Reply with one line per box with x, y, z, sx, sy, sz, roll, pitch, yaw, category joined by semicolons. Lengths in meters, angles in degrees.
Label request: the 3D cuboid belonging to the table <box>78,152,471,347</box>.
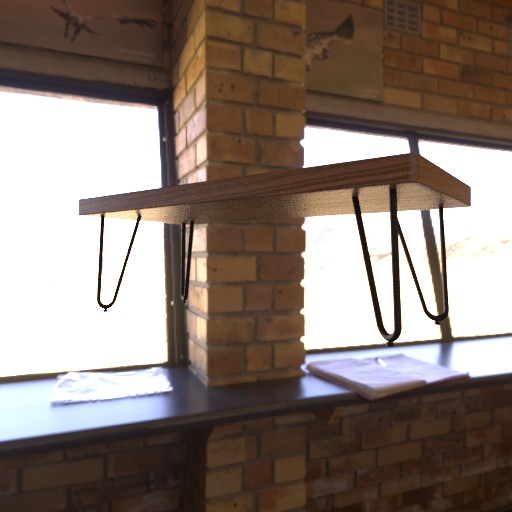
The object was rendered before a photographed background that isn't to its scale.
0.000;0.000;1.667;1.375;0.468;0.637;0;0;37;table
